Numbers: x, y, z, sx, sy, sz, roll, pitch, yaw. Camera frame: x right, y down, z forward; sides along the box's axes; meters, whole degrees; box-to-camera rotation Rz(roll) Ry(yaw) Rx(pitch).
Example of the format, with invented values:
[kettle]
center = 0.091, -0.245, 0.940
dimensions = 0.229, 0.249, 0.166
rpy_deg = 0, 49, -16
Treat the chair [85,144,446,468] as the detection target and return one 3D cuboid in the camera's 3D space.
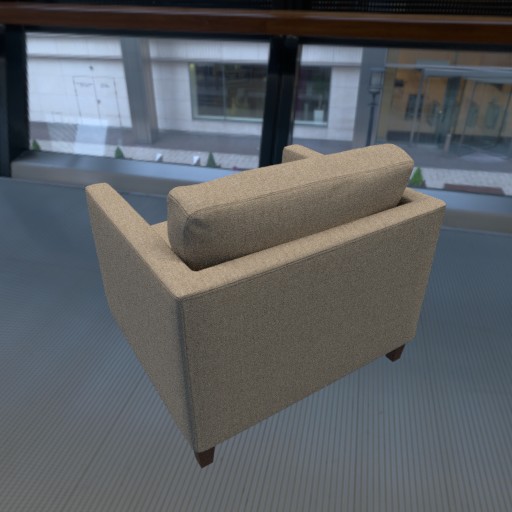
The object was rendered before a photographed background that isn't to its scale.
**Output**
[chair]
center = 0.000, 0.000, 1.850
dimensions = 1.107, 0.961, 0.959
rpy_deg = -18, 35, -28
